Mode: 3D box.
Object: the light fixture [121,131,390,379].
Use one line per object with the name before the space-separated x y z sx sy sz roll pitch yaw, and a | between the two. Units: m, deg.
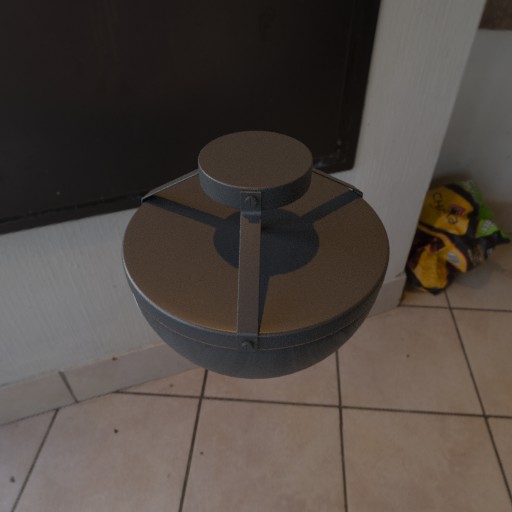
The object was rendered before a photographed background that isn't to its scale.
light fixture | 0.000 0.000 0.537 0.304 0.269 0.304 0 42 0
